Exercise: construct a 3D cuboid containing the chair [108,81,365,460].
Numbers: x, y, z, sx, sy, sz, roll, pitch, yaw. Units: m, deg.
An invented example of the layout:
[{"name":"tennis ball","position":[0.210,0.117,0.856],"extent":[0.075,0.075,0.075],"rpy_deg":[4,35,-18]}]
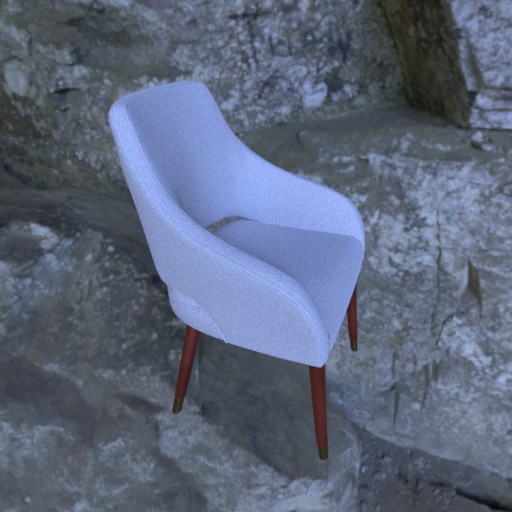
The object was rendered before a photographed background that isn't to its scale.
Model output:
[{"name":"chair","position":[0.000,0.000,1.277],"extent":[0.600,0.889,0.609],"rpy_deg":[11,31,18]}]
